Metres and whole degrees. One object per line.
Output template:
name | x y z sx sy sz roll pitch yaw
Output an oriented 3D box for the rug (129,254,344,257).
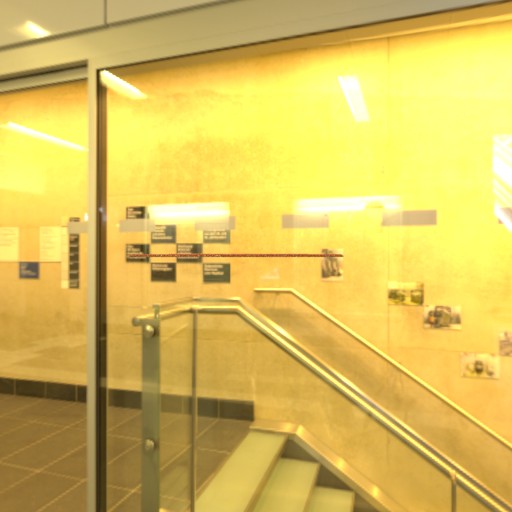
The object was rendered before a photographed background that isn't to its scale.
rug | 0.000 0.000 2.756 0.914 0.013 2.471 0 0 0
